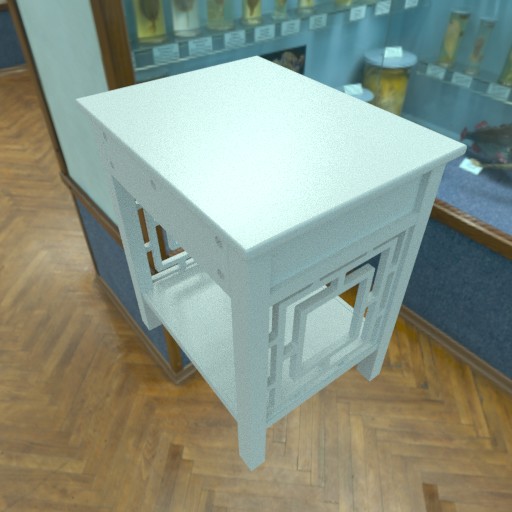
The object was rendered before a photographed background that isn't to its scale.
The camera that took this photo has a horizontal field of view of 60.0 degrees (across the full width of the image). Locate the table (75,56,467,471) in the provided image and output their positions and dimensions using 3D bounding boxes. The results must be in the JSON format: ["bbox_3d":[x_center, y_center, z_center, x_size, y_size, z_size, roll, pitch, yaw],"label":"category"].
[{"bbox_3d":[0.000,0.000,0.998,0.451,0.646,0.564,-26,48,-27],"label":"table"}]
